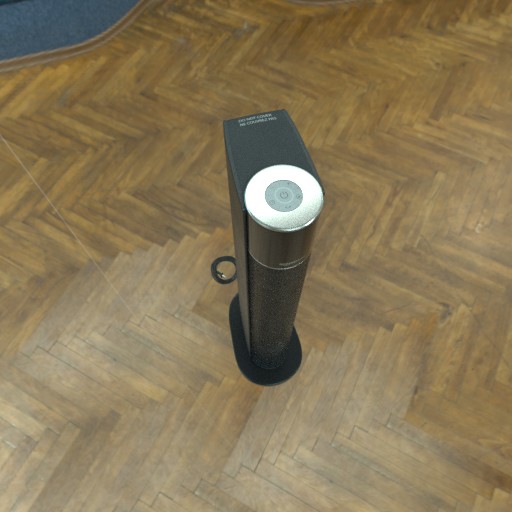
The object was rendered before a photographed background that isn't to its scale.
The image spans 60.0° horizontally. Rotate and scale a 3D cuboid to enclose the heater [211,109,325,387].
[{"bbox_3d":[0.000,0.000,1.042,0.214,0.856,0.458,-13,64,-7],"label":"heater"}]
